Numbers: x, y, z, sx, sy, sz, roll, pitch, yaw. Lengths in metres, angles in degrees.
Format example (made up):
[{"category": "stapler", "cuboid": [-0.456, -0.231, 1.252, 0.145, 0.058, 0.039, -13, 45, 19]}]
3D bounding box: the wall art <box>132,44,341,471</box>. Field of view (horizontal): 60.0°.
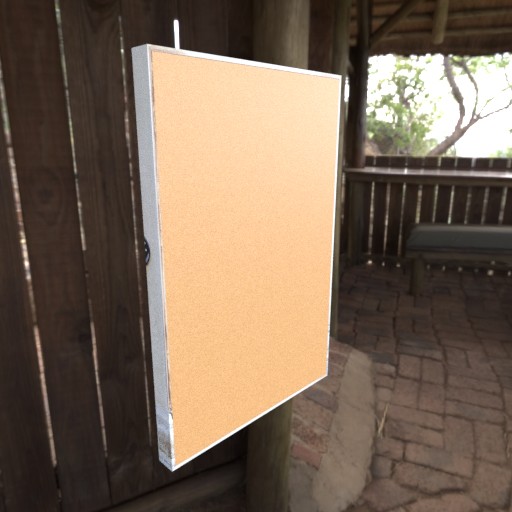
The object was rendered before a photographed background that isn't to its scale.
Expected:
[{"category": "wall art", "cuboid": [0.000, 0.000, 0.757, 0.036, 0.607, 0.403, 15, 21, 43]}]
